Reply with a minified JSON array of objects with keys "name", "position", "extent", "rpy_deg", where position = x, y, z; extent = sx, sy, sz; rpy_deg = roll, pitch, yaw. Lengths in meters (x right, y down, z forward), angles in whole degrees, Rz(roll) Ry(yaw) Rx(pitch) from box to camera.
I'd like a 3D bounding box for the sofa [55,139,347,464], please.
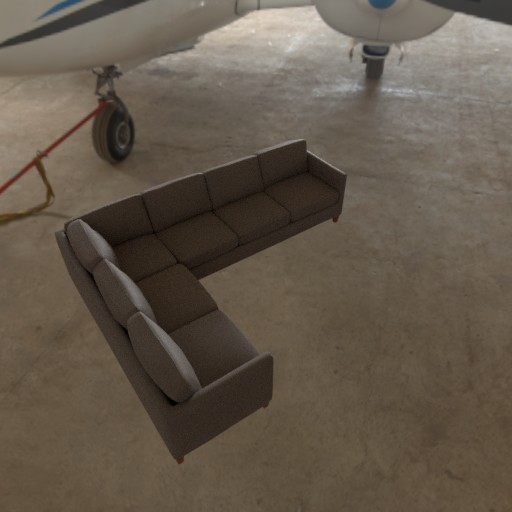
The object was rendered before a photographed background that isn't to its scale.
[{"name":"sofa","position":[0.000,0.000,4.614],"extent":[3.302,0.947,2.593],"rpy_deg":[-25,47,-26]}]
